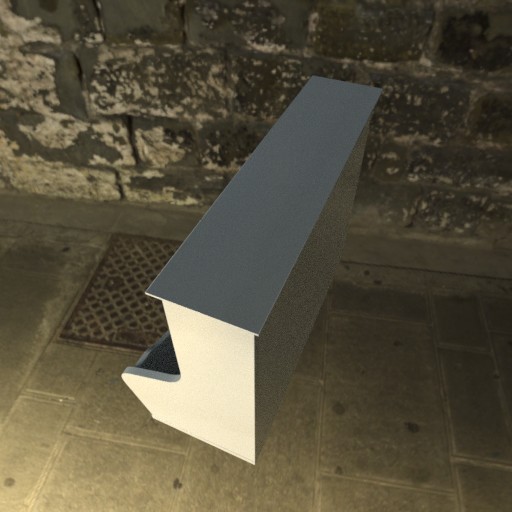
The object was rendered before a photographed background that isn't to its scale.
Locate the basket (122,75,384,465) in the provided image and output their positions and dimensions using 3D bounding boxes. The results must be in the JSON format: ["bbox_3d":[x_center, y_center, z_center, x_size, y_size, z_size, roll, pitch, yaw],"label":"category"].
[{"bbox_3d":[0.000,0.000,1.125,0.350,0.600,0.780,18,50,16],"label":"basket"}]
